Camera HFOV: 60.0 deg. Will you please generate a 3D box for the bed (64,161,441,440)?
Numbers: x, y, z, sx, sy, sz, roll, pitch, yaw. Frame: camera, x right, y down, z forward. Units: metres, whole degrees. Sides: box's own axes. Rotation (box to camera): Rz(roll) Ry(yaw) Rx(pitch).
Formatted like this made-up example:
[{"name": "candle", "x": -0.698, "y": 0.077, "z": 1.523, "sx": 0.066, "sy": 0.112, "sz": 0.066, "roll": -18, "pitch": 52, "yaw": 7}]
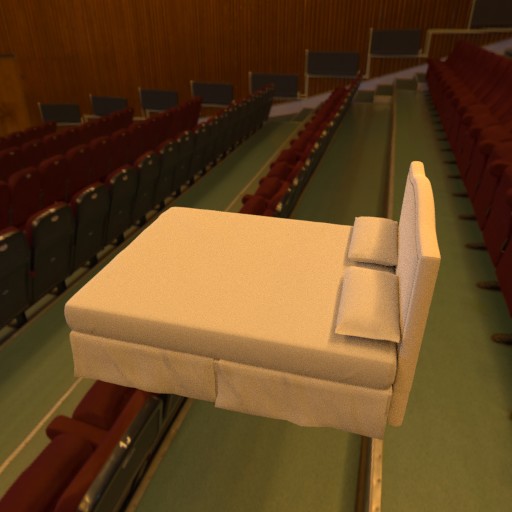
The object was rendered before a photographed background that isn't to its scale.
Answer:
[{"name": "bed", "x": 0.000, "y": 0.000, "z": 3.625, "sx": 2.477, "sy": 1.437, "sz": 1.977, "roll": 8, "pitch": 30, "yaw": 13}]
